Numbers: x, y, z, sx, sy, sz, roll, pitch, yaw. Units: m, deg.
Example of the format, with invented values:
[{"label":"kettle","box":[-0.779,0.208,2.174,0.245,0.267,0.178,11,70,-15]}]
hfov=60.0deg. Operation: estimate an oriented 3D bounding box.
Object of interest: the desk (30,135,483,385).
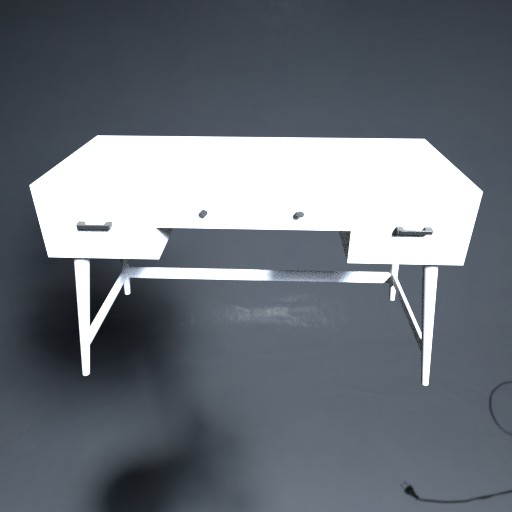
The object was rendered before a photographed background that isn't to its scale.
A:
[{"label":"desk","box":[0.000,0.000,1.711,1.313,0.762,0.589,1,30,2]}]
